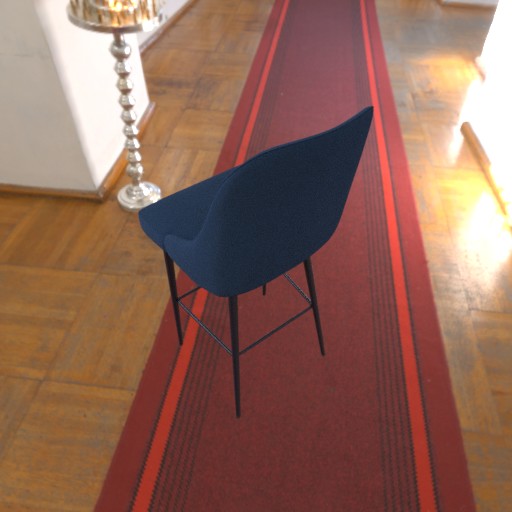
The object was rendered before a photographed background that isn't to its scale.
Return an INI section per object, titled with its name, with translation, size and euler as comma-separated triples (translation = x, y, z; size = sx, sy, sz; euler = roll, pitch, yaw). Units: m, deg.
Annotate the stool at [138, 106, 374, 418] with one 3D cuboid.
[stool]
translation = 0.000, 0.000, 1.365
size = 0.527, 1.079, 0.489
euler = -29, 52, -25
